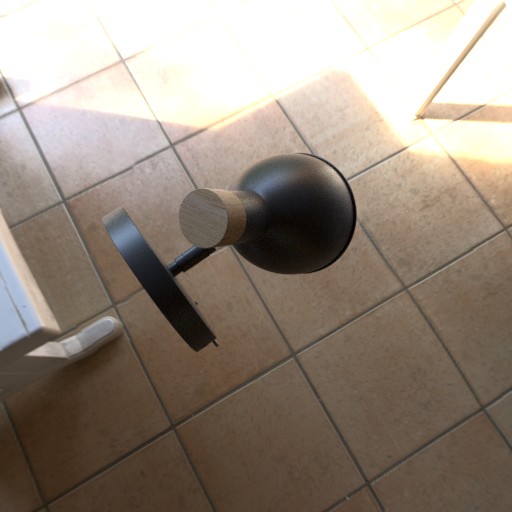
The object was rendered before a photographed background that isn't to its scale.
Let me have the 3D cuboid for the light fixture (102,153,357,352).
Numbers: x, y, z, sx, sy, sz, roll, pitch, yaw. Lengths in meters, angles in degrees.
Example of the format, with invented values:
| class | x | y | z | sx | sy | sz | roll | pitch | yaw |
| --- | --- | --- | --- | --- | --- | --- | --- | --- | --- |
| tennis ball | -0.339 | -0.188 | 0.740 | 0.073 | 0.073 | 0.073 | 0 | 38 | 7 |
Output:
| class | x | y | z | sx | sy | sz | roll | pitch | yaw |
| --- | --- | --- | --- | --- | --- | --- | --- | --- | --- |
| light fixture | 0.000 | 0.000 | 0.488 | 0.203 | 0.401 | 0.127 | -35 | 78 | -9 |
